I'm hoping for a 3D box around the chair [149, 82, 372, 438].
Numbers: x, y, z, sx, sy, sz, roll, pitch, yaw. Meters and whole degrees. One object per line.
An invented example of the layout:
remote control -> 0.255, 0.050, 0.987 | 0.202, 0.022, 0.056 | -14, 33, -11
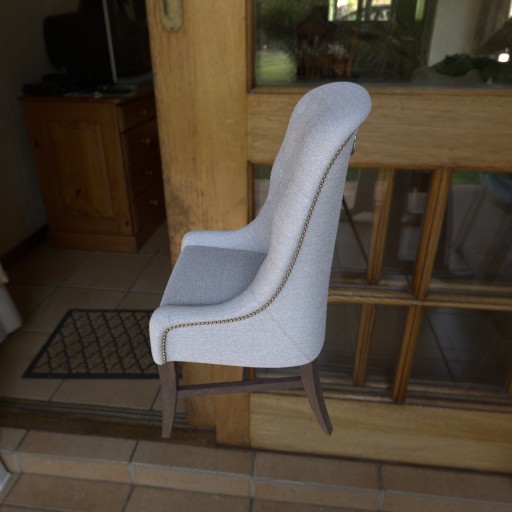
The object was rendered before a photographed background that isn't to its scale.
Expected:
chair -> 0.000, 0.000, 1.499 | 0.629, 1.091, 0.634 | 1, 27, 1
